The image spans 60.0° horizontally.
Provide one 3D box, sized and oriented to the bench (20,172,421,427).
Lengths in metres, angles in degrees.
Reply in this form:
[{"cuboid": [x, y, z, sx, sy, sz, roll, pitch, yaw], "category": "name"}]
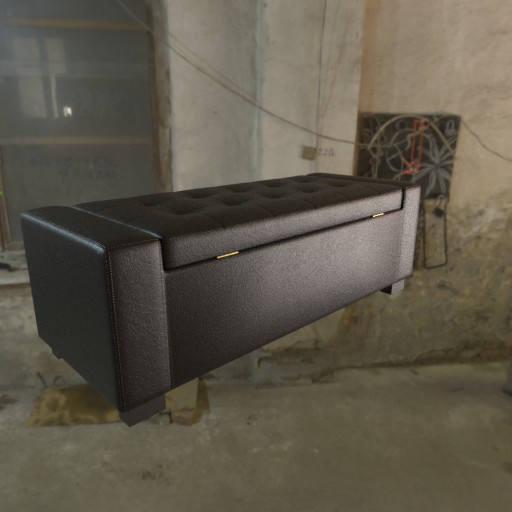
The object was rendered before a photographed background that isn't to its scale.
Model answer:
[{"cuboid": [0.000, 0.000, 1.505, 1.296, 0.445, 0.508, -16, 23, -42], "category": "bench"}]
